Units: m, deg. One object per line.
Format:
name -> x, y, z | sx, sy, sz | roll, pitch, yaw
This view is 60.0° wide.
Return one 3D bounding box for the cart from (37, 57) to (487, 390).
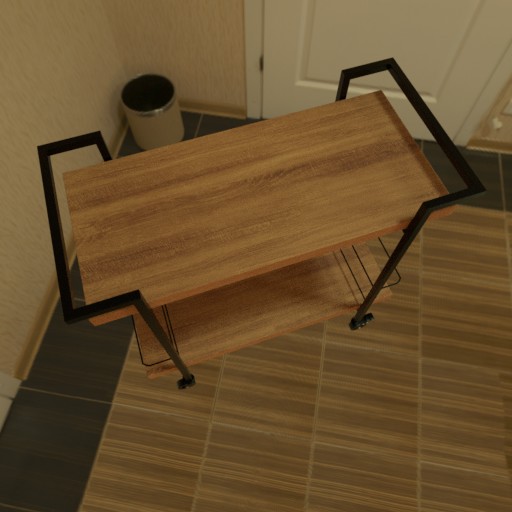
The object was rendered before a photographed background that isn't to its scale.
cart -> 0.000, 0.000, 1.216 | 0.806, 0.762, 0.406 | -17, 64, -8
